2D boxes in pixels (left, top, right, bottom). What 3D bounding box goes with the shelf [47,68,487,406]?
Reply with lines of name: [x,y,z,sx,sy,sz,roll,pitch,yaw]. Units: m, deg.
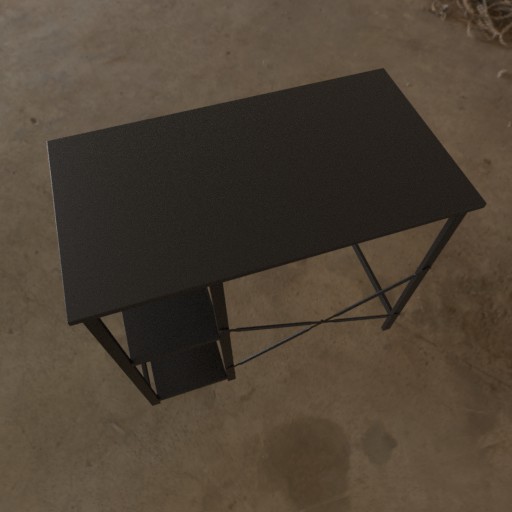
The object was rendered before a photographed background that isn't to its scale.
shelf: [0.000,0.000,1.339,0.902,0.749,0.498,-16,60,-9]
